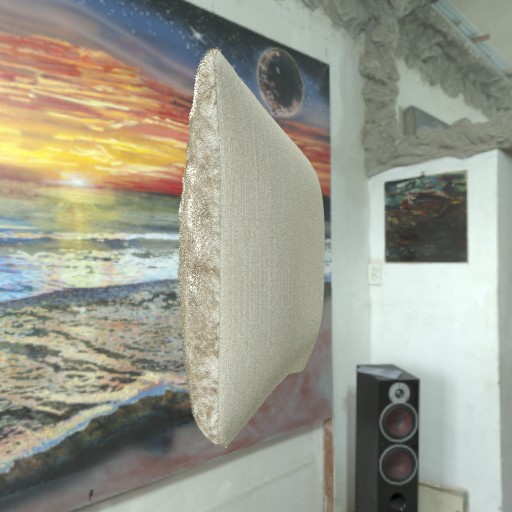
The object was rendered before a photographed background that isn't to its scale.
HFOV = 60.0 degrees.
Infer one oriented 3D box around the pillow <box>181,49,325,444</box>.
[{"bbox_3d":[0.000,0.000,0.805,0.216,0.525,0.538,0,-1,18],"label":"pillow"}]
